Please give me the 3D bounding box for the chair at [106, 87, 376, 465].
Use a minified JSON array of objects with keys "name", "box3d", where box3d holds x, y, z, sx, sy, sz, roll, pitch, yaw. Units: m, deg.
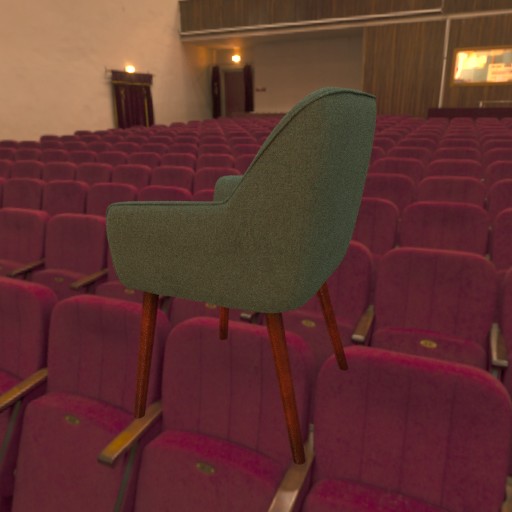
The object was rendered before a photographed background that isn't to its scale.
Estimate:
[{"name":"chair","box3d":[0.000,0.000,1.160,0.519,0.803,0.543,8,19,23]}]
